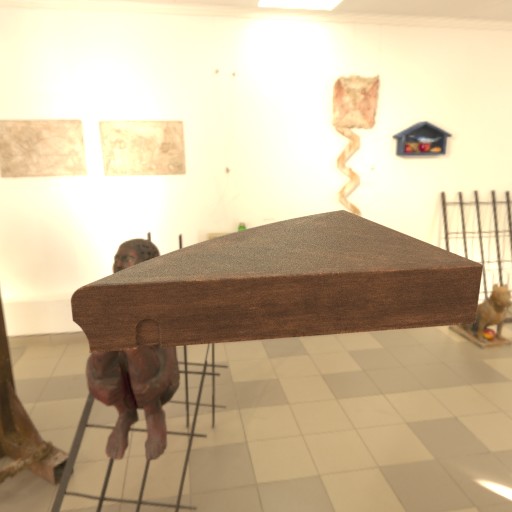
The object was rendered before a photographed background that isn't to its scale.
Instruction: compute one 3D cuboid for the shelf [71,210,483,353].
[{"bbox_3d":[0.000,0.000,0.476,0.310,0.050,0.310,-3,15,-10],"label":"shelf"}]
